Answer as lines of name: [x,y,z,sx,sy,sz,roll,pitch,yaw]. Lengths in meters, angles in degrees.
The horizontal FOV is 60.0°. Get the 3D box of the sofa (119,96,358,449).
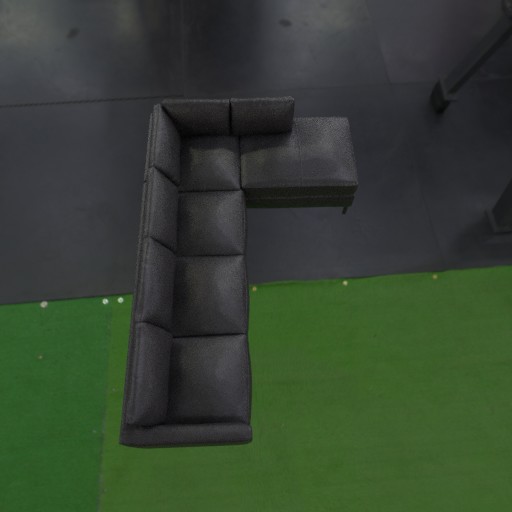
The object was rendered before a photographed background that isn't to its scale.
sofa: [0.000,0.000,3.814,1.938,0.877,2.984,-2,64,-1]
